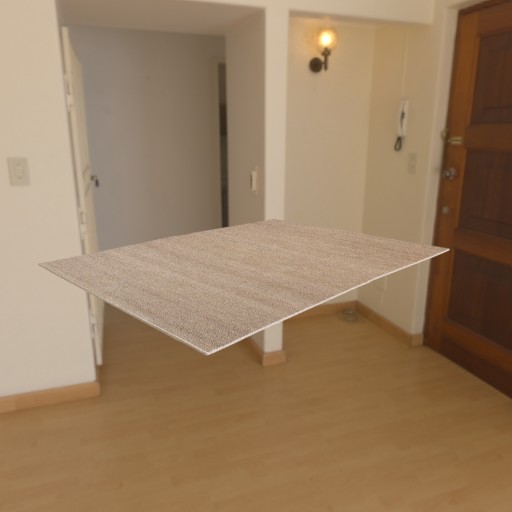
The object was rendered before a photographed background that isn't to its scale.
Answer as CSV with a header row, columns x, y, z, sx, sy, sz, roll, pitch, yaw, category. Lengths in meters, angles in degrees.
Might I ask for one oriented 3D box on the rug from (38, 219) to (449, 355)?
x,y,z,sx,sy,sz,roll,pitch,yaw,category
0.000,0.000,4.343,3.245,0.046,2.467,-15,21,-43,rug
